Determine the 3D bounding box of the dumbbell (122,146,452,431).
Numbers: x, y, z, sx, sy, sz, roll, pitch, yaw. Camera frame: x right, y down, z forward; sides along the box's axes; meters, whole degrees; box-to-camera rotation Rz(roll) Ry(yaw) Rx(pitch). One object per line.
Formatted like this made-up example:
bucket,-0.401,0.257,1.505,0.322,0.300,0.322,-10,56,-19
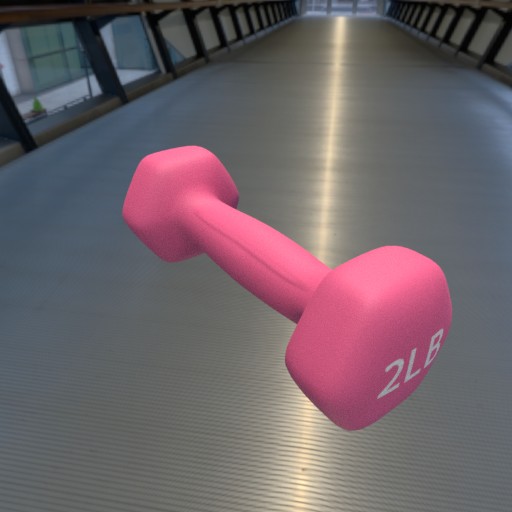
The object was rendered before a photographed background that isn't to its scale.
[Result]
dumbbell,0.000,0.000,0.173,0.058,0.053,0.146,-21,37,-30
